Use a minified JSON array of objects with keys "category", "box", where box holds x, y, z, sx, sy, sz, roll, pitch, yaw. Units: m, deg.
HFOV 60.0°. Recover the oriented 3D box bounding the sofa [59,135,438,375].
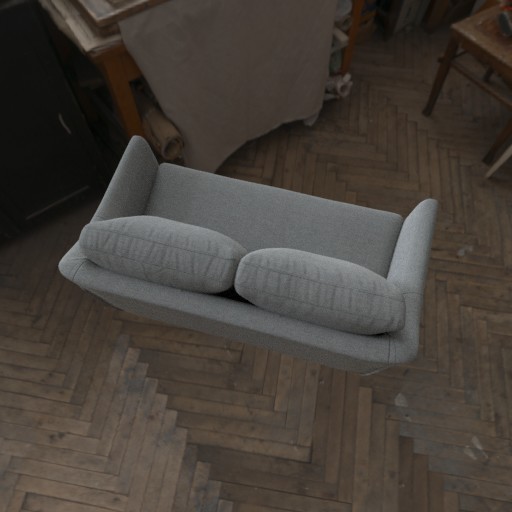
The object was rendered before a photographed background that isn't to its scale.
[{"category":"sofa","box":[0.000,0.000,2.201,1.619,0.904,0.960,14,63,7]}]
